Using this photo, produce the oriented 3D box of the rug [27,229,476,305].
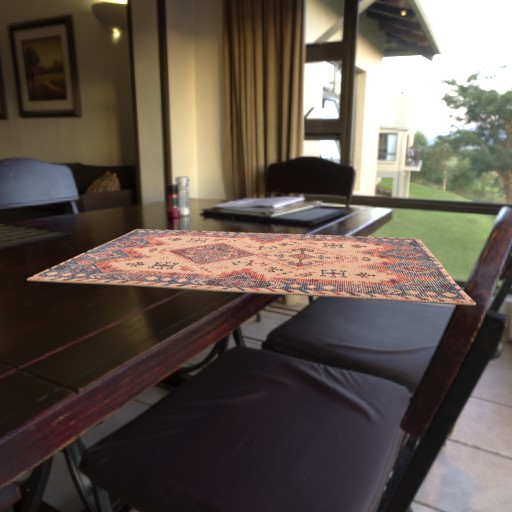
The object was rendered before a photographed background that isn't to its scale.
[{"bbox_3d":[0.000,0.000,3.105,2.464,0.023,1.521,2,15,9],"label":"rug"}]
